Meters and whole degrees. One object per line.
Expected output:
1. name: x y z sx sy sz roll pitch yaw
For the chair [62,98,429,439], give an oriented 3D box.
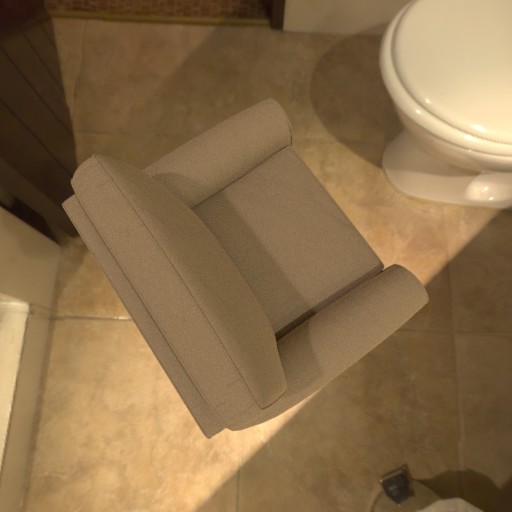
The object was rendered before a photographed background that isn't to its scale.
1. chair: 0.000 0.000 1.829 0.988 1.017 1.135 -34 78 -8
